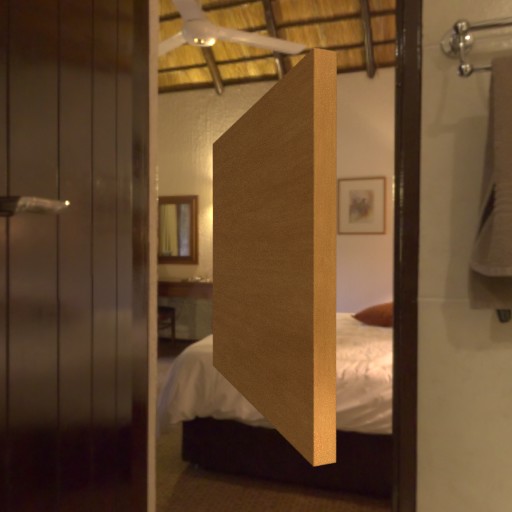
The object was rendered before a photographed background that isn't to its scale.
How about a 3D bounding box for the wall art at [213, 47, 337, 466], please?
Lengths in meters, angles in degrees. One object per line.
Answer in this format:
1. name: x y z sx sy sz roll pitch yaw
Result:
1. wall art: 0.000 0.000 0.465 0.019 0.302 0.302 0 1 -19
